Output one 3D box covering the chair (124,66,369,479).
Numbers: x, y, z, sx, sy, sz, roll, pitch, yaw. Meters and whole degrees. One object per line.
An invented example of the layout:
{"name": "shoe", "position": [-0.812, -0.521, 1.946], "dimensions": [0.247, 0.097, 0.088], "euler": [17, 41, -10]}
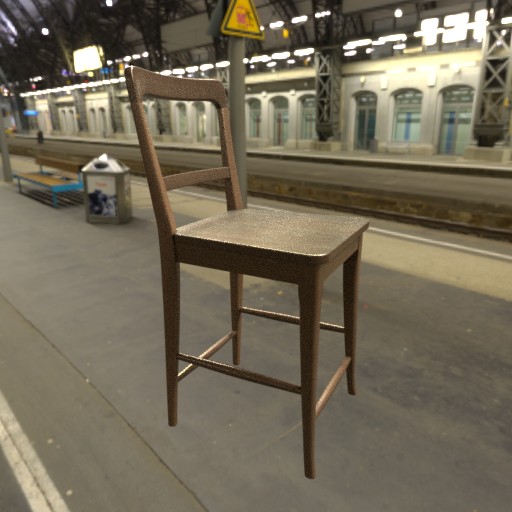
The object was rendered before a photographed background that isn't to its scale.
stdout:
{"name": "chair", "position": [0.000, 0.000, 1.267], "dimensions": [0.546, 0.991, 0.450], "euler": [8, 18, 26]}
